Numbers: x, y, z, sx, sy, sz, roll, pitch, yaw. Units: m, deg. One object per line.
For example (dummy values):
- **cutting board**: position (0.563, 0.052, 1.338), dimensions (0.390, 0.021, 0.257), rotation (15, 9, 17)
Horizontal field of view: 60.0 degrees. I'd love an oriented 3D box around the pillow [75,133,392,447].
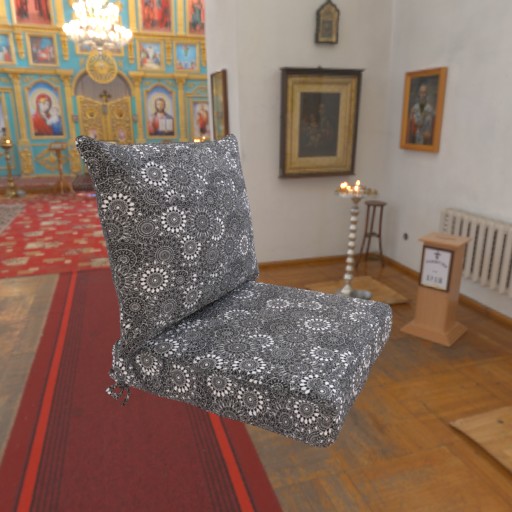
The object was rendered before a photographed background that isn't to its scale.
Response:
- **pillow**: position (0.000, 0.000, 1.355), dimensions (0.740, 0.722, 0.798), rotation (8, 17, 26)
